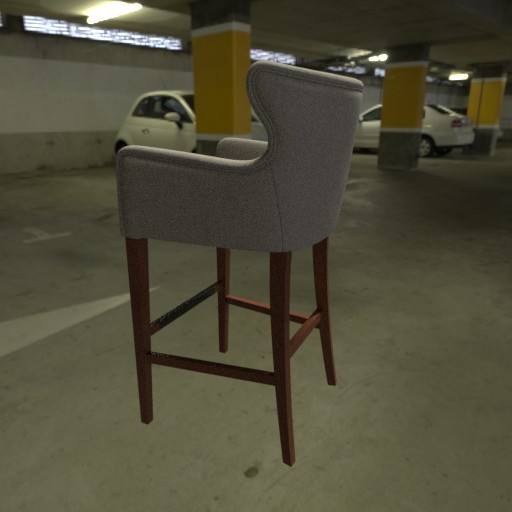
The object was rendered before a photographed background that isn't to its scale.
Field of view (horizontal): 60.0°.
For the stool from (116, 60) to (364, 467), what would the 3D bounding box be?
[{"bbox_3d":[0.000,0.000,1.371,0.575,1.047,0.575,8,19,24],"label":"stool"}]
